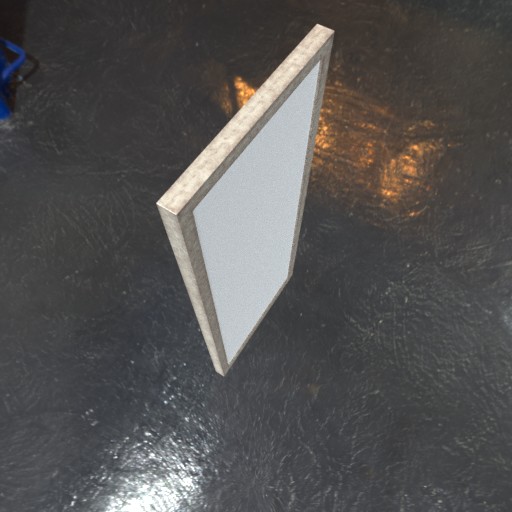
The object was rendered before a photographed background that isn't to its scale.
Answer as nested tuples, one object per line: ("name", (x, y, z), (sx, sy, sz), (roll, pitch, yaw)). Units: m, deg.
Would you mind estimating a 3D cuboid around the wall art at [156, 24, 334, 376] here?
("wall art", (0.000, 0.000, 1.640), (0.051, 1.461, 0.648), (30, 67, 14))
